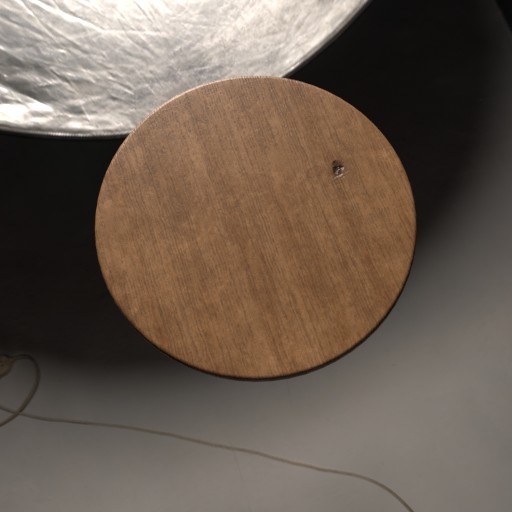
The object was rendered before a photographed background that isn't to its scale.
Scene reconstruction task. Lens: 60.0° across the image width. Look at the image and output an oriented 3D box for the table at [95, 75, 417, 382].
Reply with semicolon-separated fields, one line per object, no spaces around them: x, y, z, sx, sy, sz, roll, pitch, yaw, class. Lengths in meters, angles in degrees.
0.000;0.000;0.813;0.432;0.460;0.432;0;76;0;table
